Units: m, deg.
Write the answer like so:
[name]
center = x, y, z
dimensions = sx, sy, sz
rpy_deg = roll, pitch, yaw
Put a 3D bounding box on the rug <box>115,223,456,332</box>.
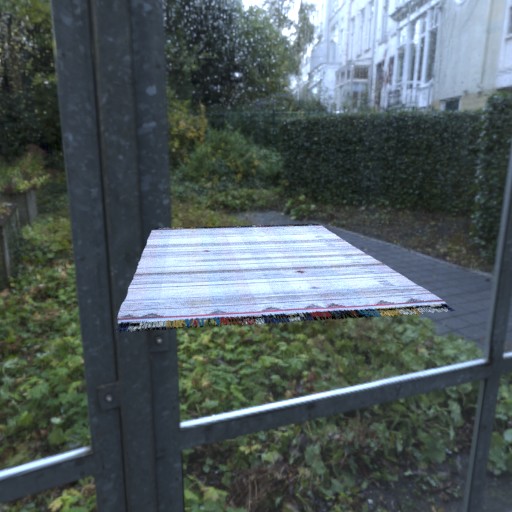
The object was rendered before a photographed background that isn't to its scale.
[rug]
center = 0.000, 0.000, 2.360
dimensions = 1.217, 0.012, 1.848
rpy_deg = -2, 14, -8
